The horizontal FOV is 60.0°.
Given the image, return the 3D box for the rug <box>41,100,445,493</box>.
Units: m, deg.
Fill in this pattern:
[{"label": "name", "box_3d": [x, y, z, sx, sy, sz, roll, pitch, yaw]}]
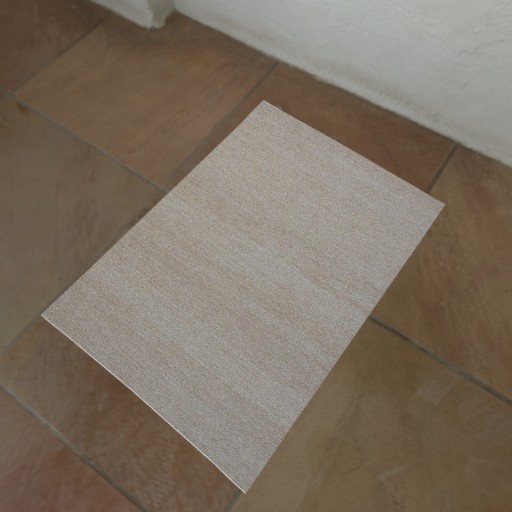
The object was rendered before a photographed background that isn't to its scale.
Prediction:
[{"label": "rug", "box_3d": [0.000, 0.000, 3.684, 2.032, 0.038, 2.869, 35, 69, 16]}]
